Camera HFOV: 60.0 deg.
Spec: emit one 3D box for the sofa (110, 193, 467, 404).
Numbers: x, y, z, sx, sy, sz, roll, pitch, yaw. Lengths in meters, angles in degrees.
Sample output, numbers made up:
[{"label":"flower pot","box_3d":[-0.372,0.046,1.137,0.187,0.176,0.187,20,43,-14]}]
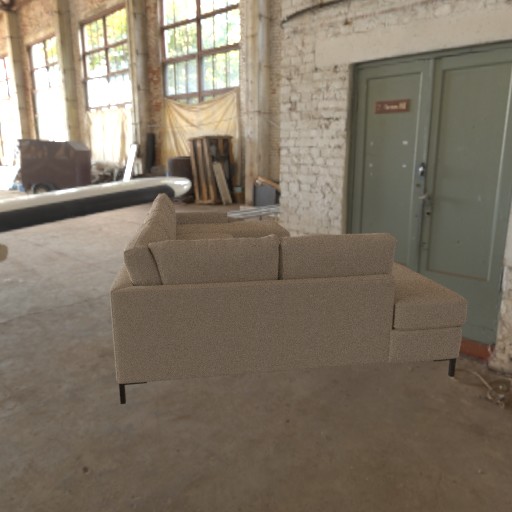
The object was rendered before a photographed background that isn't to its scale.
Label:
[{"label":"sofa","box_3d":[0.000,0.000,3.779,1.989,0.862,2.984,-2,14,-9]}]
